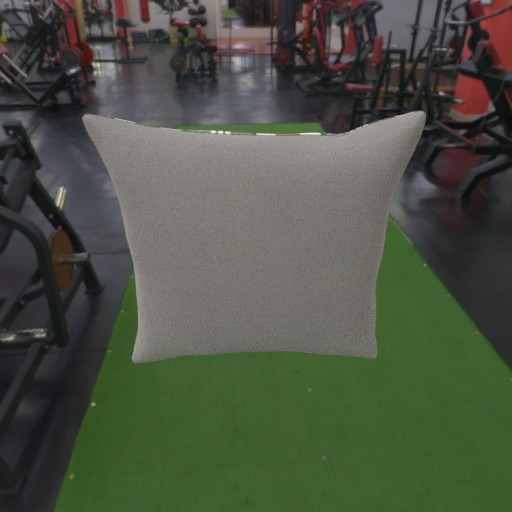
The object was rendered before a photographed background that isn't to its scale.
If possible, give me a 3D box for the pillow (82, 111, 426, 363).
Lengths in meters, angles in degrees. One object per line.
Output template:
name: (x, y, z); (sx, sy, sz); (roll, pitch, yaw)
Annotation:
pillow: (0.000, 0.000, 0.634); (0.416, 0.401, 0.173); (-1, 30, -1)
